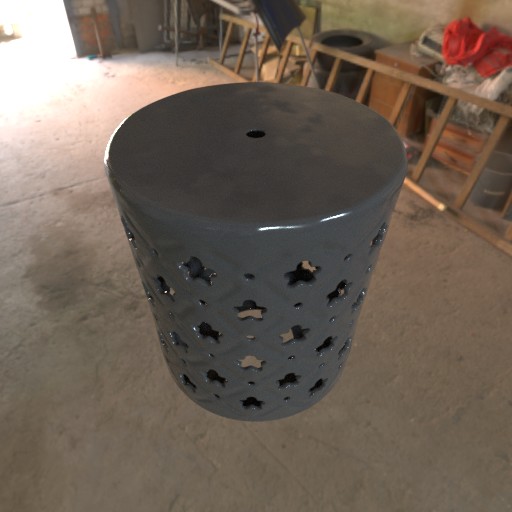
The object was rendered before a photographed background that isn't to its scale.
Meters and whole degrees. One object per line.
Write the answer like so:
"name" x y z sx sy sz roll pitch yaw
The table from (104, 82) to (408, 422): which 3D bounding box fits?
"table" 0.000 0.000 0.648 0.352 0.387 0.352 0 42 0
